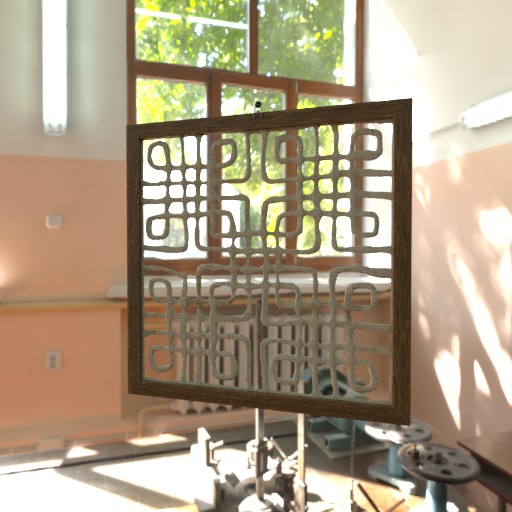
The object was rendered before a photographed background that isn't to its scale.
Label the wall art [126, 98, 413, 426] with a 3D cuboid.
[{"bbox_3d":[0.000,0.000,0.847,0.561,0.582,0.021,0,1,18],"label":"wall art"}]
